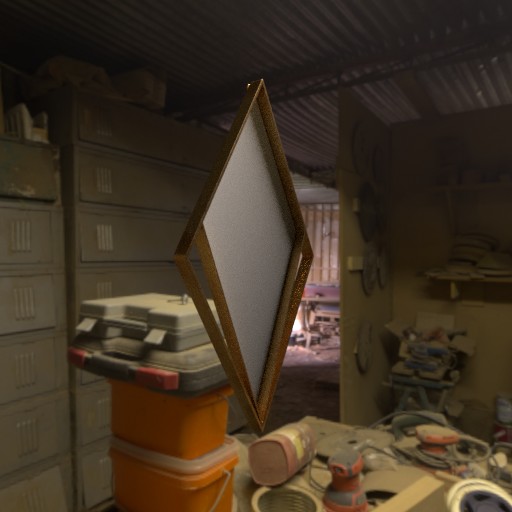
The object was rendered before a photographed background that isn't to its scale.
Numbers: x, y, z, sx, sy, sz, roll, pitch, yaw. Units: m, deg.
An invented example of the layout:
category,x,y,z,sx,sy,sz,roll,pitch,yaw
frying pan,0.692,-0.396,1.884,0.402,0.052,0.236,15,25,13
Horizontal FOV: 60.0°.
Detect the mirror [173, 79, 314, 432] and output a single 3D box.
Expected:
category,x,y,z,sx,sy,sz,roll,pitch,yaw
mirror,0.000,0.000,0.861,0.032,0.679,0.419,0,0,35
